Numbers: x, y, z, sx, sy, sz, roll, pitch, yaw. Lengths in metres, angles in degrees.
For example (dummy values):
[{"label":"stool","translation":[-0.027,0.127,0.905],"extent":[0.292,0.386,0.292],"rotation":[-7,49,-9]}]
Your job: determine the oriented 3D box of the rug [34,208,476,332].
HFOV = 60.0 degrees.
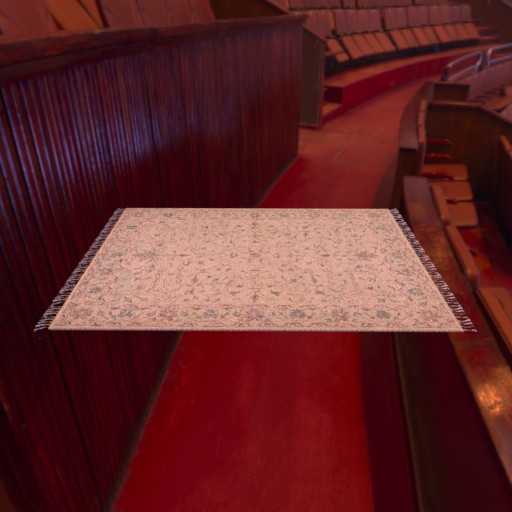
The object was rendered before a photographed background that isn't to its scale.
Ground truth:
[{"label":"rug","translation":[0.000,0.000,2.325],"extent":[1.802,0.008,1.247],"rotation":[0,30,0]}]
